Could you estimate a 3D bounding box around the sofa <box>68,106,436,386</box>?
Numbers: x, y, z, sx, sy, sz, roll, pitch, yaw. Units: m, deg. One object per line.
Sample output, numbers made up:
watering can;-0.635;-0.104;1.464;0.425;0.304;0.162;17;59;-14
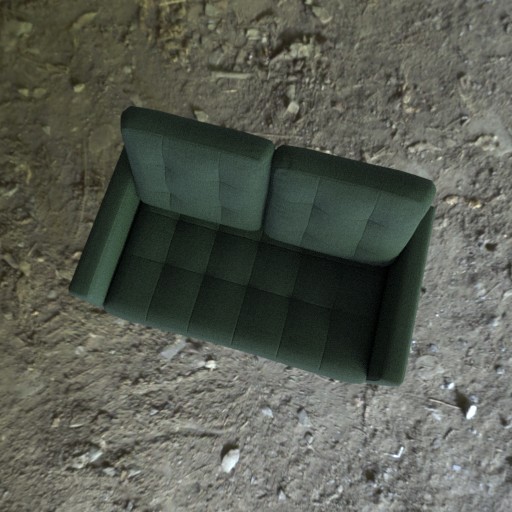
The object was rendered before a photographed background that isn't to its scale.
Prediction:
sofa;0.000;0.000;1.975;1.407;0.907;0.842;15;76;4
